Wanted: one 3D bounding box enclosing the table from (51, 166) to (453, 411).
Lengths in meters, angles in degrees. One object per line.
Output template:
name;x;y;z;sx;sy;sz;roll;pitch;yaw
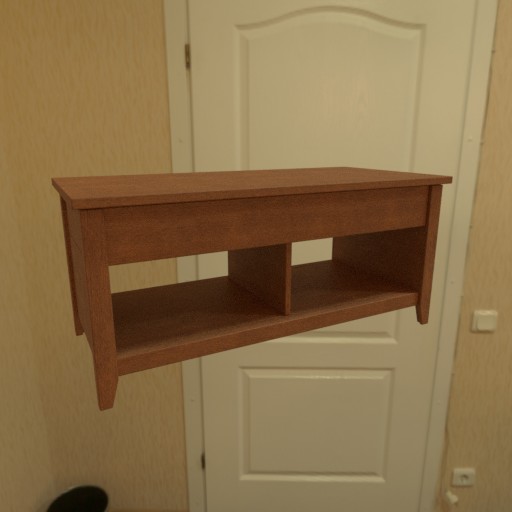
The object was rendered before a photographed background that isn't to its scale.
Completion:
table;0.000;0.000;1.299;1.016;0.457;0.483;-8;17;-27
